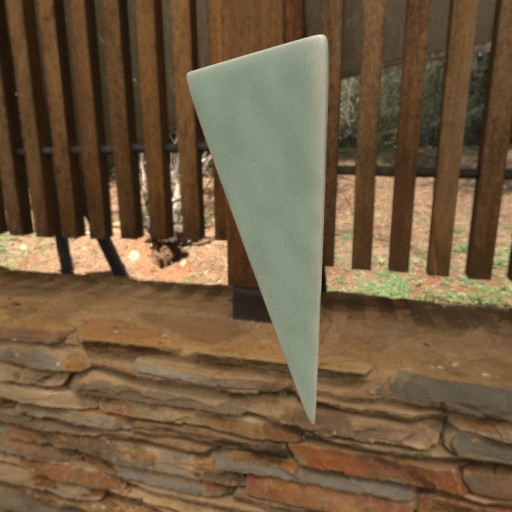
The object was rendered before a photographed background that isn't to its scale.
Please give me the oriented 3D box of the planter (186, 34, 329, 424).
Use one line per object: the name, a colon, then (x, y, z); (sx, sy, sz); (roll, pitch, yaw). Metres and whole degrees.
planter: (0.000, 0.000, 0.215); (0.064, 0.178, 0.080); (2, 14, 9)
